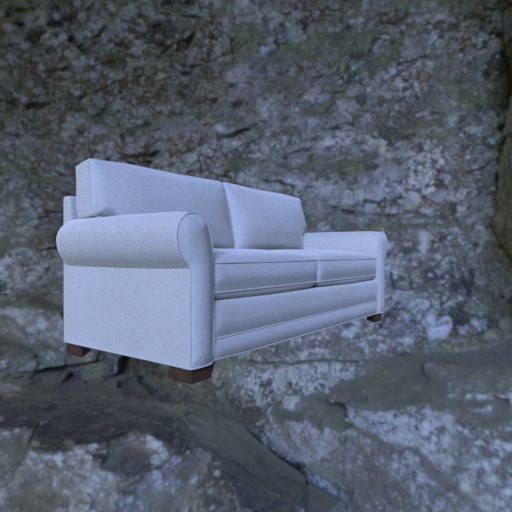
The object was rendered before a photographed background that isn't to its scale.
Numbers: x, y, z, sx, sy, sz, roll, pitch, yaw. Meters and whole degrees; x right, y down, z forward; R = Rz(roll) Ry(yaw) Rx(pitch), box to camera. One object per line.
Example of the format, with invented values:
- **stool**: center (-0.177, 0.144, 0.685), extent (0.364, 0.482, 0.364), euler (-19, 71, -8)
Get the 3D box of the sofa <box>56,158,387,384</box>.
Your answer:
- **sofa**: center (0.000, 0.000, 2.712), extent (0.901, 0.962, 2.146), euler (0, 1, 36)
